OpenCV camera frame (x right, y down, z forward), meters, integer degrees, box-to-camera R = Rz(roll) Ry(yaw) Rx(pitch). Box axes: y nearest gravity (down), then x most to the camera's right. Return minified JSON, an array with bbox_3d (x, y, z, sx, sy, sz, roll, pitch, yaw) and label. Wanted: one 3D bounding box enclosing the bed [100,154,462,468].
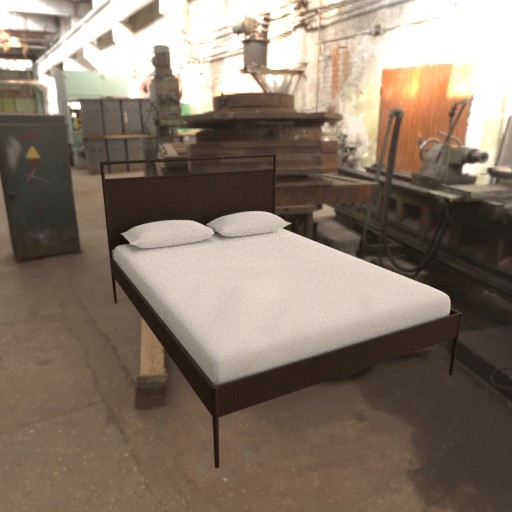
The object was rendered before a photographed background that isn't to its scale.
[{"bbox_3d":[0.000,0.000,3.042,1.572,1.173,2.122,-9,19,-27],"label":"bed"}]
